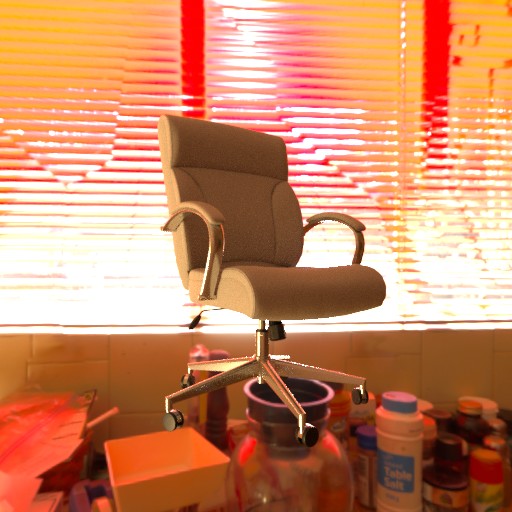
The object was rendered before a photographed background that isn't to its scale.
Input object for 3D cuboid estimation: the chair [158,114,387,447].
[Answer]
[{"bbox_3d":[0.000,0.000,1.614,0.727,1.099,0.745,0,0,-35],"label":"chair"}]
